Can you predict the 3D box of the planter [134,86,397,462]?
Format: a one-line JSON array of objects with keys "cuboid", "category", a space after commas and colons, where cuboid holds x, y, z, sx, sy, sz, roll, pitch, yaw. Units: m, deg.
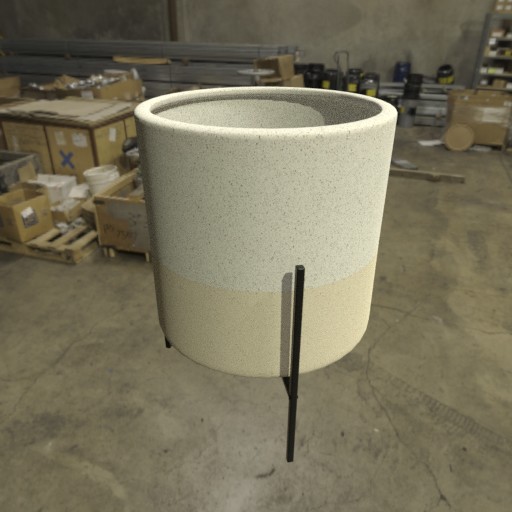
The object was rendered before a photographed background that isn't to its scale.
[{"cuboid": [0.000, 0.000, 0.638, 0.335, 0.423, 0.313, 9, 30, 16], "category": "planter"}]
